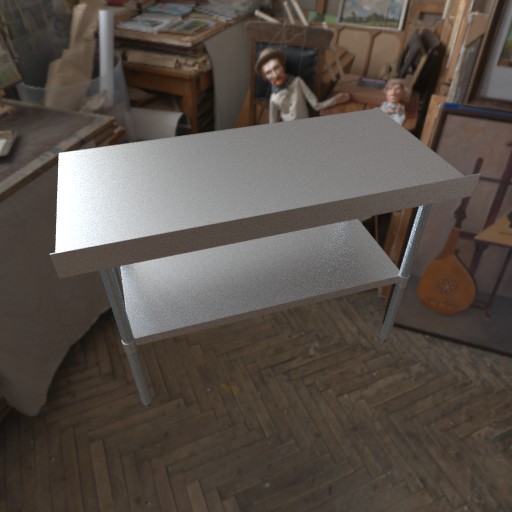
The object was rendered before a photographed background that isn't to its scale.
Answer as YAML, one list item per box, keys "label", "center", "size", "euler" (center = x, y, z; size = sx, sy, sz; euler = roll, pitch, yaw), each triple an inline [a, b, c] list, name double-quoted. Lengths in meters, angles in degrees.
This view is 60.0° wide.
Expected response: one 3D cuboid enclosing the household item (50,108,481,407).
- label: "household item"
  center: [0.000, 0.000, 1.690]
  size: [1.219, 0.851, 0.610]
  euler: [-12, 43, -13]
